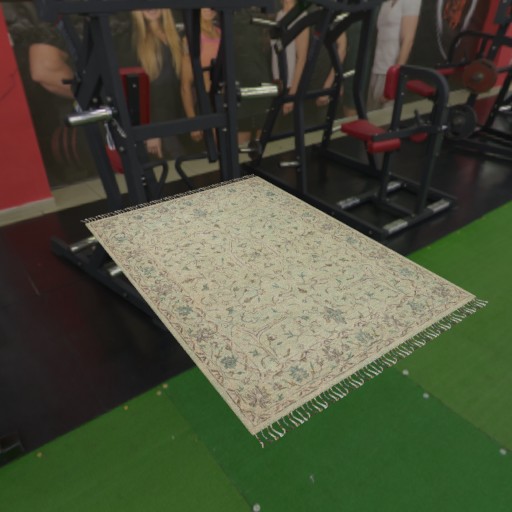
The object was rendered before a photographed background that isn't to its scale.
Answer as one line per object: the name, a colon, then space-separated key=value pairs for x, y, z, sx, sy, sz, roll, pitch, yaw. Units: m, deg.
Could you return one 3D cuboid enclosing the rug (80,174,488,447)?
rug: x=0.000 y=0.000 z=2.265 sx=1.247 sy=0.008 sz=1.802 roll=-21 pitch=38 yaw=-29
